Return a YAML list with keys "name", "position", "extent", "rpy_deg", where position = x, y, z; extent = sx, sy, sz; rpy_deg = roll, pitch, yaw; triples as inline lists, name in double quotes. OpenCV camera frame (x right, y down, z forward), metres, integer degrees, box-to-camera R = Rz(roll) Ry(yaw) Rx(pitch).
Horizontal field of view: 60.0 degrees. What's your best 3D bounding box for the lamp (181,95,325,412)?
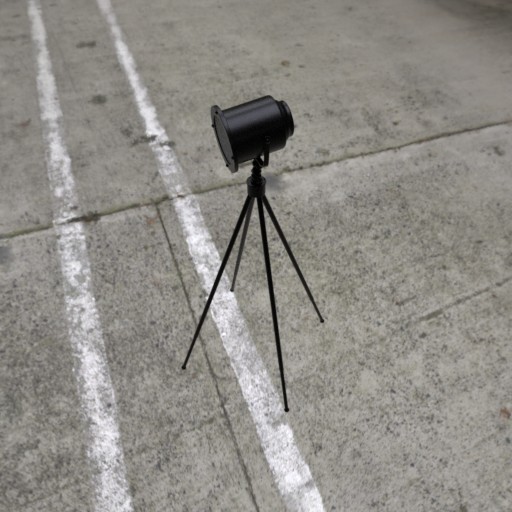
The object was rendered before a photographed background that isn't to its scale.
- name: "lamp"
  position: [0.000, 0.000, 2.027]
  extent: [0.884, 1.504, 0.879]
  rpy_deg: [-16, 49, -14]
